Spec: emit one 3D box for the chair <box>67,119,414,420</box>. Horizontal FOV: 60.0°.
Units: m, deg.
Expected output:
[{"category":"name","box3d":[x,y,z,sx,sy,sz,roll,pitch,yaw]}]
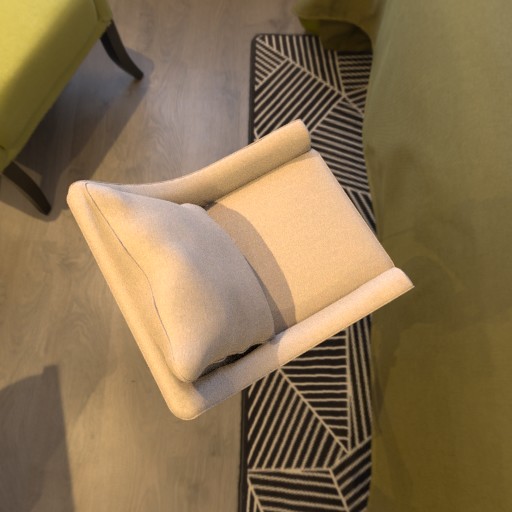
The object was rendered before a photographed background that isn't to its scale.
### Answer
[{"category":"chair","box3d":[0.000,0.000,1.589,0.876,0.942,0.760,-29,76,-8]}]
